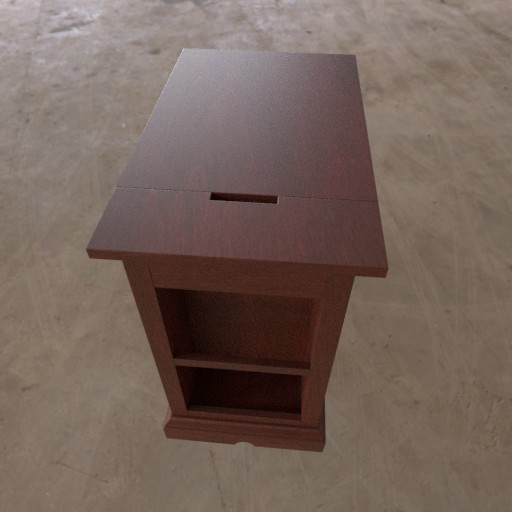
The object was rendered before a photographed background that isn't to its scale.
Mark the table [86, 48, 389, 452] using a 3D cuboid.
[{"bbox_3d":[0.000,0.000,0.938,0.356,0.612,0.584,4,47,3],"label":"table"}]
